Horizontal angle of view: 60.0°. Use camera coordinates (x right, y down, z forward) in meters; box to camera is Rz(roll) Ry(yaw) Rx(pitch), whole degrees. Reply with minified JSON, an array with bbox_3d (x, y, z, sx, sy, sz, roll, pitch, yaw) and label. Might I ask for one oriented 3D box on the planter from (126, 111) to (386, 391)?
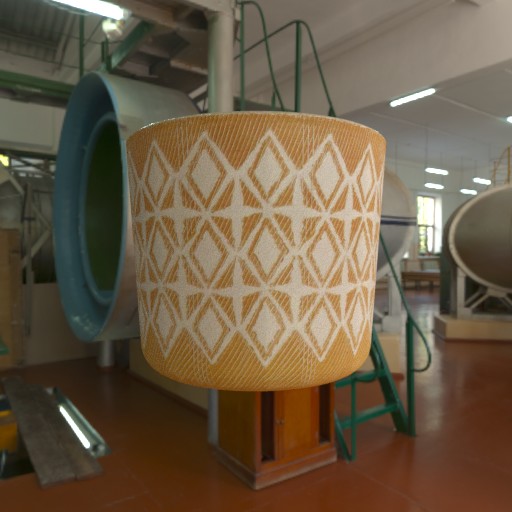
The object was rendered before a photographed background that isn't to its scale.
[{"bbox_3d":[0.000,0.000,0.344,0.193,0.165,0.193,0,1,0],"label":"planter"}]
